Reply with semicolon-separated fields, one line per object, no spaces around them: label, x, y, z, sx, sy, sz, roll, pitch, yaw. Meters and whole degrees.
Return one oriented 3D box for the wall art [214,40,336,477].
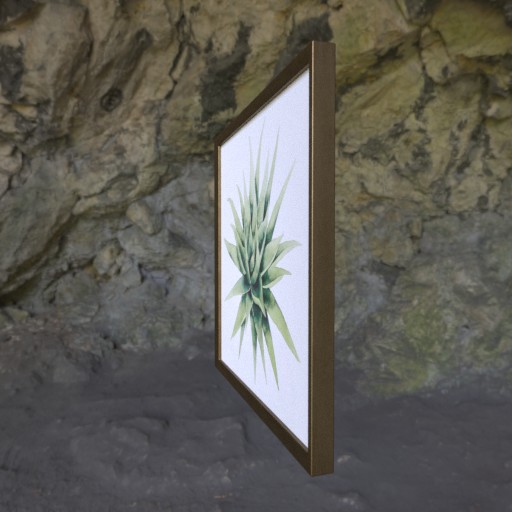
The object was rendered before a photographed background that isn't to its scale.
wall art;0.000;0.000;0.755;0.030;0.506;0.503;0;1;-18
